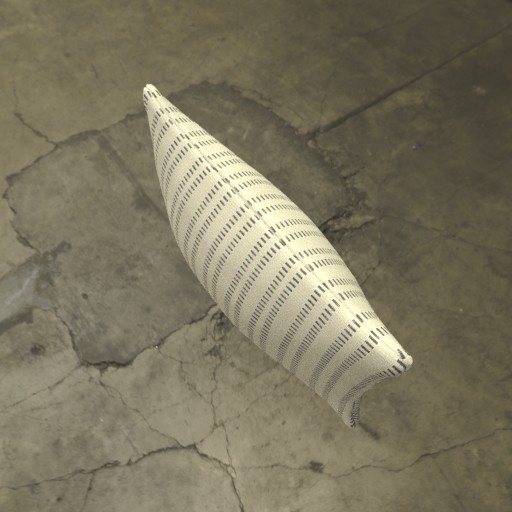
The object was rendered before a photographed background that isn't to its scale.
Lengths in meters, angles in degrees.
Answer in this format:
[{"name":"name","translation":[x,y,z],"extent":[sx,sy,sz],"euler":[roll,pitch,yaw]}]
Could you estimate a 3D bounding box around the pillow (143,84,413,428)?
[{"name":"pillow","translation":[0.000,0.000,0.802],"extent":[0.210,0.353,0.640],"euler":[-33,64,-18]}]
